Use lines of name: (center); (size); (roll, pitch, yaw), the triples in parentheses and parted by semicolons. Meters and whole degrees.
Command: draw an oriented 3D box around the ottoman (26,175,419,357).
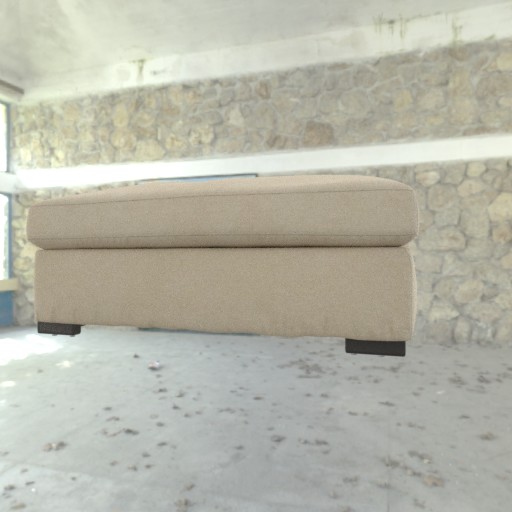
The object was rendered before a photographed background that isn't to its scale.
ottoman: (0.000, 0.000, 1.801); (1.205, 0.522, 1.190); (0, 0, 18)
